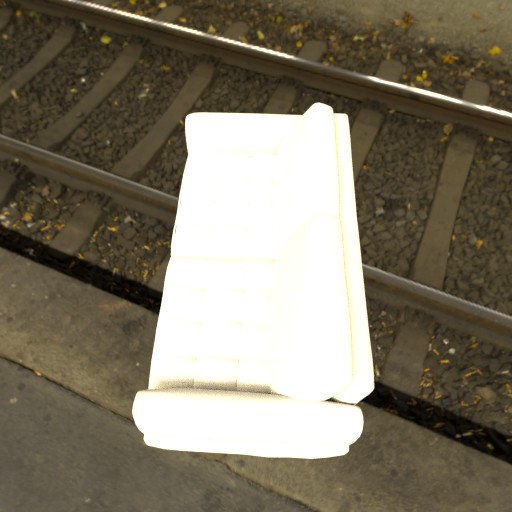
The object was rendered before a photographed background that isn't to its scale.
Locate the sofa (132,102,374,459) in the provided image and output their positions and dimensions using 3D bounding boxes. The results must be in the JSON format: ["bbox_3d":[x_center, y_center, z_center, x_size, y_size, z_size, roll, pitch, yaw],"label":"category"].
[{"bbox_3d":[0.000,0.000,2.690,1.121,0.930,2.177,2,58,1],"label":"sofa"}]
